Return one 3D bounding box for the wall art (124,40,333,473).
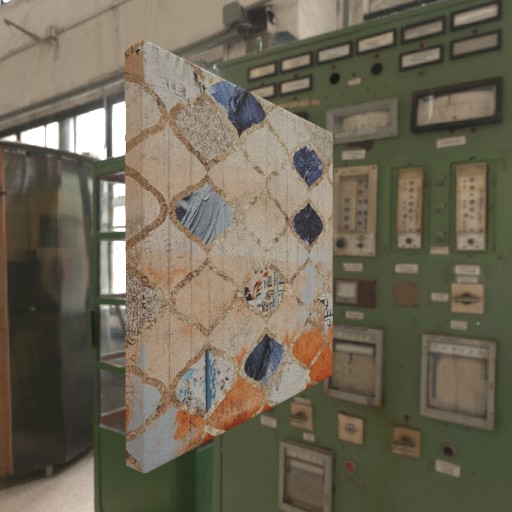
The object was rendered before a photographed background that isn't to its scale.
[{"bbox_3d":[0.000,0.000,0.732,0.038,0.508,0.507,0,1,35],"label":"wall art"}]
